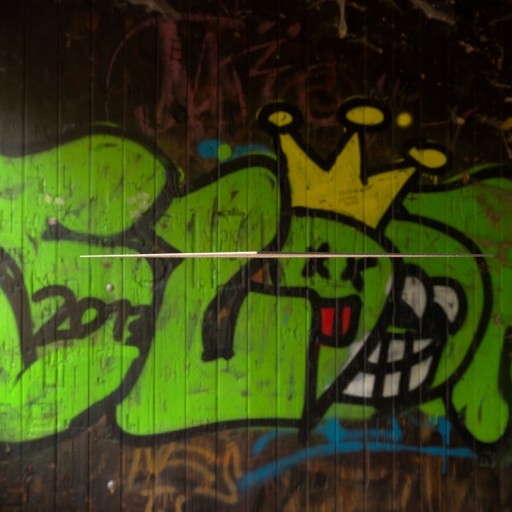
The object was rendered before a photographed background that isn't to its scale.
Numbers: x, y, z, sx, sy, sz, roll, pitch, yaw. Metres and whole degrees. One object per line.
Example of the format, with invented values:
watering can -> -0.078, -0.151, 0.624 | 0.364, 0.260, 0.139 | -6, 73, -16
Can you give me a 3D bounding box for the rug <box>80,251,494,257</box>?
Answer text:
rug -> 0.000, 0.000, 4.229 | 2.393, 0.013, 3.307 | 0, -1, -36
